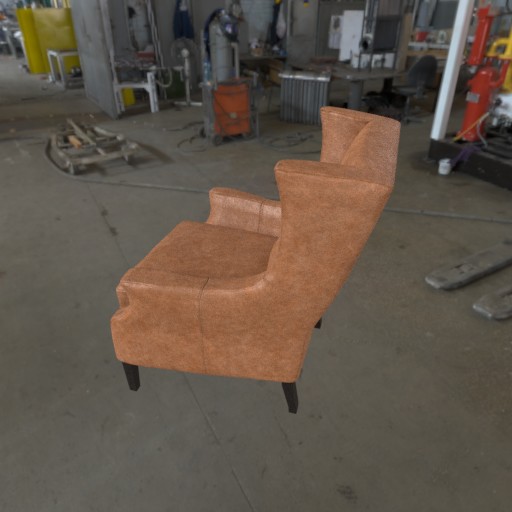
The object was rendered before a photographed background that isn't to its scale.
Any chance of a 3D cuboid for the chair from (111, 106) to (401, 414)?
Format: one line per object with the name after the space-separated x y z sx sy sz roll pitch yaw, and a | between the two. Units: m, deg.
0.000 0.000 1.739 0.926 1.016 0.853 9 32 15 | chair
